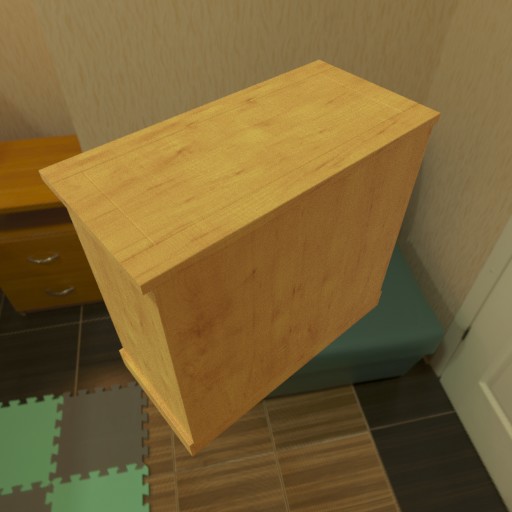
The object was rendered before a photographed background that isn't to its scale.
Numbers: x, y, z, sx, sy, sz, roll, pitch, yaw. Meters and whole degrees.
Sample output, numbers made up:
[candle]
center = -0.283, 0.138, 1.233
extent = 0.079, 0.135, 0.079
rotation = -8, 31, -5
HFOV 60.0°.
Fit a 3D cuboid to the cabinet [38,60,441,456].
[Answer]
[cabinet]
center = 0.000, 0.000, 1.402
extent = 0.920, 0.840, 0.450
rotation = -32, 54, -27
